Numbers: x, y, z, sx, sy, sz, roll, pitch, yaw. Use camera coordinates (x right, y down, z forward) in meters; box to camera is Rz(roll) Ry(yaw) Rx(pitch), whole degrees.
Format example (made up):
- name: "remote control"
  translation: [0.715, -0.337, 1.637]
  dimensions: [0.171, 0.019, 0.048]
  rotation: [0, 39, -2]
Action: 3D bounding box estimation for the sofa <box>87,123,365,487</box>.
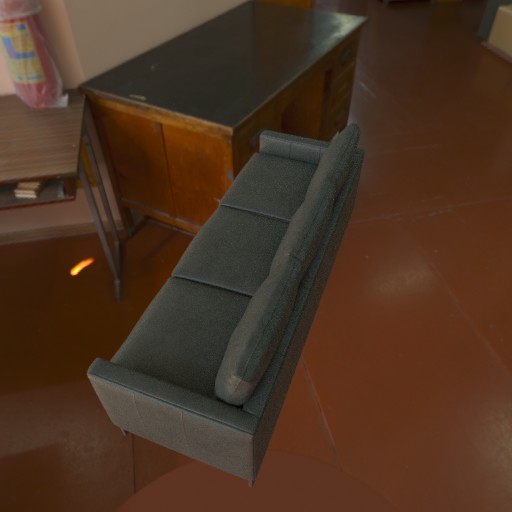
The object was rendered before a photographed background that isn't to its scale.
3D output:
- name: "sofa"
  translation: [0.000, 0.000, 2.402]
  dimensions: [0.748, 0.805, 2.029]
  rotation: [15, 47, 15]
